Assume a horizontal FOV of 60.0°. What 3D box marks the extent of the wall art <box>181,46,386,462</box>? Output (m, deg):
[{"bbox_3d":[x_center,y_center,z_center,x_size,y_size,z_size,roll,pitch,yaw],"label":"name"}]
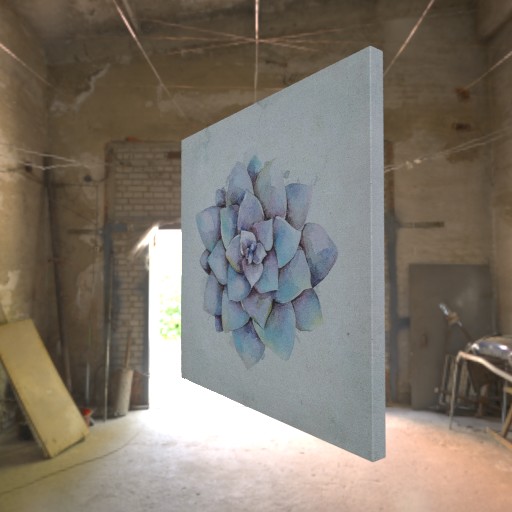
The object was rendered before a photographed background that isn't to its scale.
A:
[{"bbox_3d":[0.000,0.000,1.126,0.038,0.762,0.762,1,-2,-36],"label":"wall art"}]
